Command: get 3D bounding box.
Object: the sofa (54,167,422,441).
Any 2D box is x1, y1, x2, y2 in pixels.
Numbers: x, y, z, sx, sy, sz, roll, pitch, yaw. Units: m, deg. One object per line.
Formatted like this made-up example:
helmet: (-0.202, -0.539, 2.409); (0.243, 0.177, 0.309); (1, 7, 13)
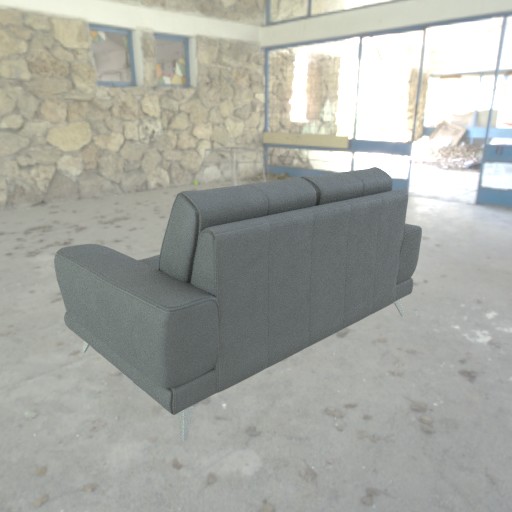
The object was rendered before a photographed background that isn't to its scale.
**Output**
sofa: (0.000, 0.000, 2.396); (1.806, 0.907, 1.018); (-15, 23, -41)
